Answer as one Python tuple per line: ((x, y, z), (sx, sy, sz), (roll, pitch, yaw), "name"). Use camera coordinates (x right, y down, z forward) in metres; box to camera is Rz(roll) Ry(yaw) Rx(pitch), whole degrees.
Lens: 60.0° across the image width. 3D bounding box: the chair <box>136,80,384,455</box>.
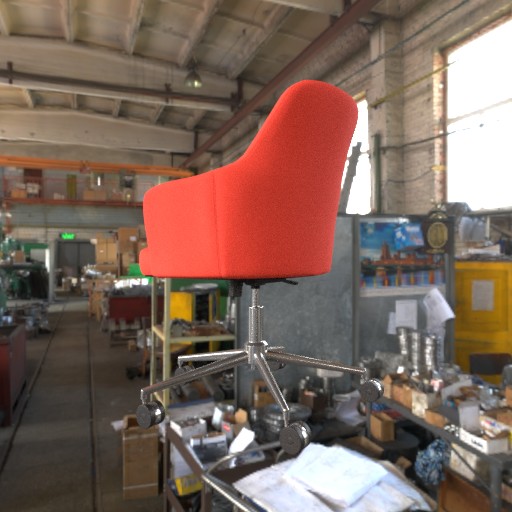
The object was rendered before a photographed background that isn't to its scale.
((0.000, 0.000, 1.262), (0.600, 0.820, 0.655), (0, 1, 35), "chair")
